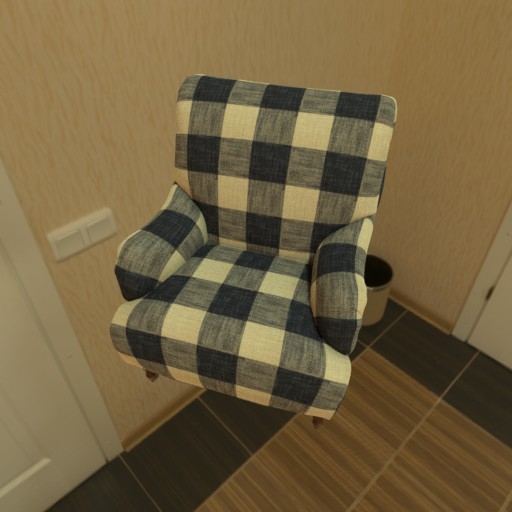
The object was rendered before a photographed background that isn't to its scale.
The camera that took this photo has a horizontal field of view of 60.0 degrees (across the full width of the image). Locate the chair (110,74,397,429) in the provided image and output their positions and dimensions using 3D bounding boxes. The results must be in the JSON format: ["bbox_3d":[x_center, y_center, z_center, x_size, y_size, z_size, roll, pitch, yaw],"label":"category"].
[{"bbox_3d":[0.000,0.000,1.551,0.781,0.953,0.848,12,43,13],"label":"chair"}]
